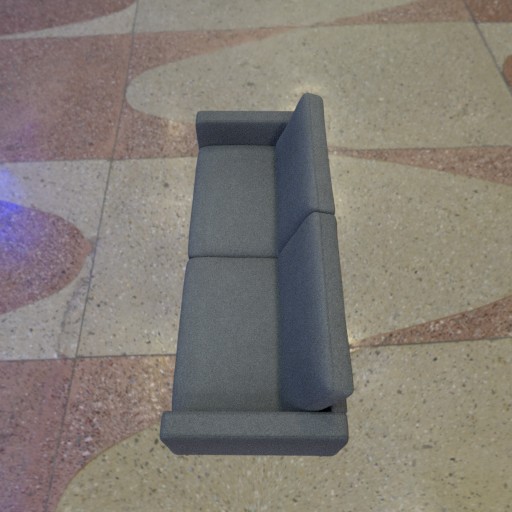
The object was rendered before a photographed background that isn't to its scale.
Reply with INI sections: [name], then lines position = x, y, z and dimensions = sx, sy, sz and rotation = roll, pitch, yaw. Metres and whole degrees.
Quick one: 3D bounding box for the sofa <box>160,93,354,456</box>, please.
[sofa]
position = 0.000, 0.000, 2.391
dimensions = 0.774, 0.828, 1.925
rotation = 0, 58, 0
